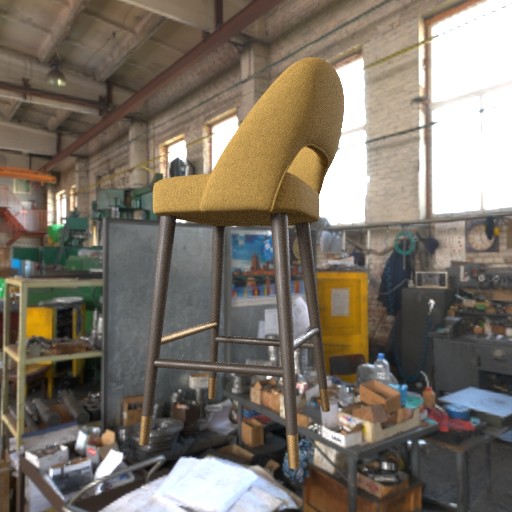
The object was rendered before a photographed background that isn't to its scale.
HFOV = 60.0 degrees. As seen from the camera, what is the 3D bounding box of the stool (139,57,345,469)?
[{"bbox_3d":[0.000,0.000,1.342,0.522,1.032,0.536,0,-1,19],"label":"stool"}]
